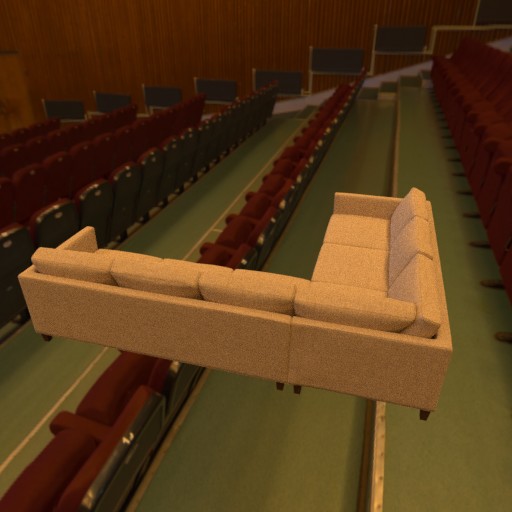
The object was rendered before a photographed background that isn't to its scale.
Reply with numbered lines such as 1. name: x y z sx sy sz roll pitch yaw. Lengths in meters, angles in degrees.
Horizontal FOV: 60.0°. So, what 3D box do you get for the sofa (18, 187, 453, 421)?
1. sofa: 0.000 0.000 4.189 3.182 0.863 2.432 8 31 13
